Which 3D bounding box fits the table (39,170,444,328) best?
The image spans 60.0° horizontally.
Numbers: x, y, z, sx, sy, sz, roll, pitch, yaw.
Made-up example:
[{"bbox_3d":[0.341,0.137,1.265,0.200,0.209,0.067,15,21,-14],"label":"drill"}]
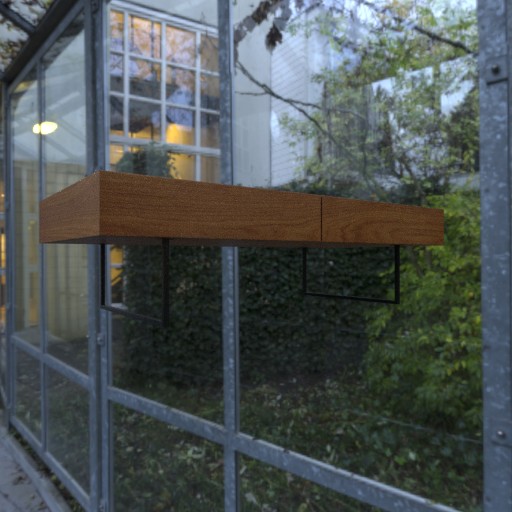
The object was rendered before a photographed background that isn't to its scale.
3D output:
[{"bbox_3d":[0.000,0.000,1.458,1.194,0.330,0.610,0,0,-36],"label":"table"}]
